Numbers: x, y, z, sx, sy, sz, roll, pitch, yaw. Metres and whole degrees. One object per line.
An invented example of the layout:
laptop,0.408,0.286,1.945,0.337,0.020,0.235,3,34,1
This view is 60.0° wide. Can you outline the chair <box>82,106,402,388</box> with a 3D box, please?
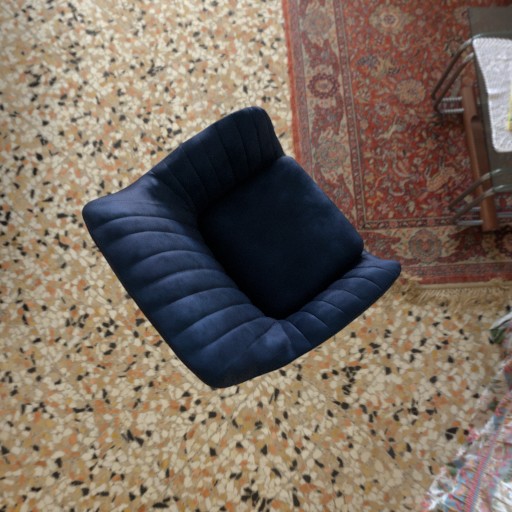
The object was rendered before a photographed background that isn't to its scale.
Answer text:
chair,0.000,0.000,1.227,0.573,0.826,0.578,-37,79,-8
